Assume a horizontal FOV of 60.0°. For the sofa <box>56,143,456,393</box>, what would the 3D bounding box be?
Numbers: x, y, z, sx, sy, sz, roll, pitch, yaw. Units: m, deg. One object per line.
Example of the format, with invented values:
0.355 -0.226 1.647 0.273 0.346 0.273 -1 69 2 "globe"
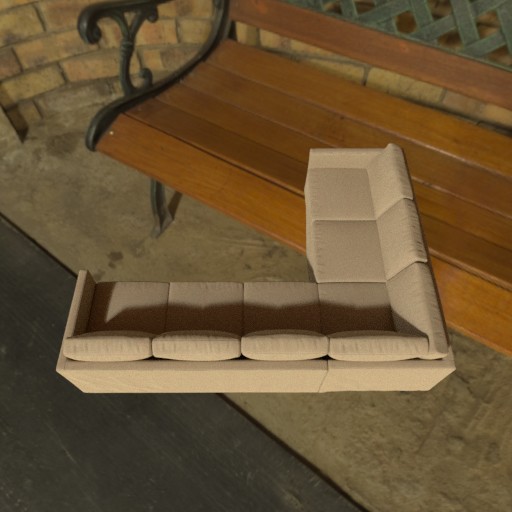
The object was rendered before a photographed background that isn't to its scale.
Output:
0.000 0.000 4.330 3.182 0.871 2.432 0 58 0 "sofa"
